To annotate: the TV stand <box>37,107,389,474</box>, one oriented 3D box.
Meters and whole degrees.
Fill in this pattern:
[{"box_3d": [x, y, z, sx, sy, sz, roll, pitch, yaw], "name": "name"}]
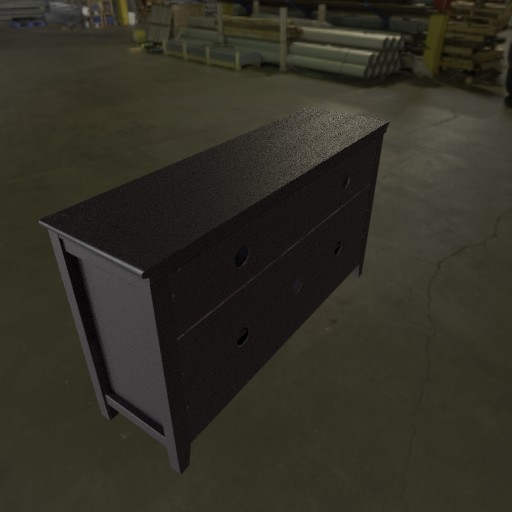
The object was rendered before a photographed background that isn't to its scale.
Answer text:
[{"box_3d": [0.000, 0.000, 1.487, 0.347, 0.681, 1.198, 21, 38, 29], "name": "TV stand"}]
